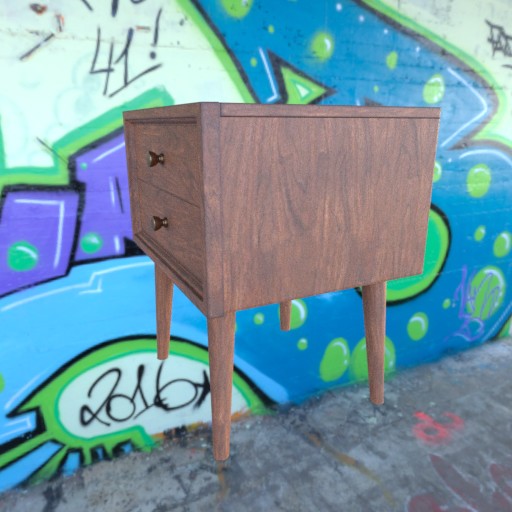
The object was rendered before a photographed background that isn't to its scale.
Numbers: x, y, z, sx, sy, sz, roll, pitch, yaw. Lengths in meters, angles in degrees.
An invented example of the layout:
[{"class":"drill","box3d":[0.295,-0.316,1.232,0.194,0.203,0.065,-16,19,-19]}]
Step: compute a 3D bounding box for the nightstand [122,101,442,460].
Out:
[{"class":"nightstand","box3d":[0.000,0.000,0.966,0.445,0.607,0.521,-8,18,-26]}]
